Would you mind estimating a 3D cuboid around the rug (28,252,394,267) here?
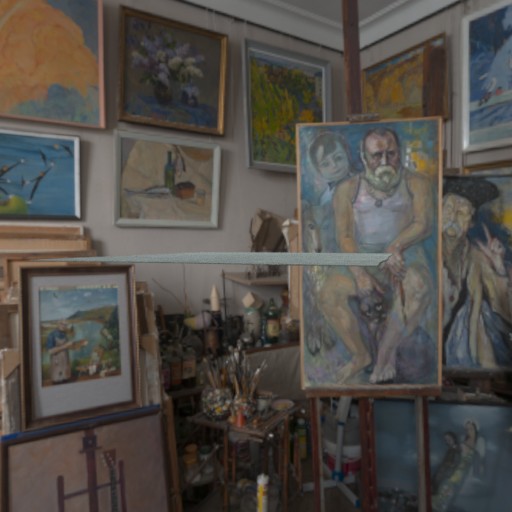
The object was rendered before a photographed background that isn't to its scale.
[{"bbox_3d":[0.000,0.000,4.204,2.438,0.013,3.048,1,2,19],"label":"rug"}]
